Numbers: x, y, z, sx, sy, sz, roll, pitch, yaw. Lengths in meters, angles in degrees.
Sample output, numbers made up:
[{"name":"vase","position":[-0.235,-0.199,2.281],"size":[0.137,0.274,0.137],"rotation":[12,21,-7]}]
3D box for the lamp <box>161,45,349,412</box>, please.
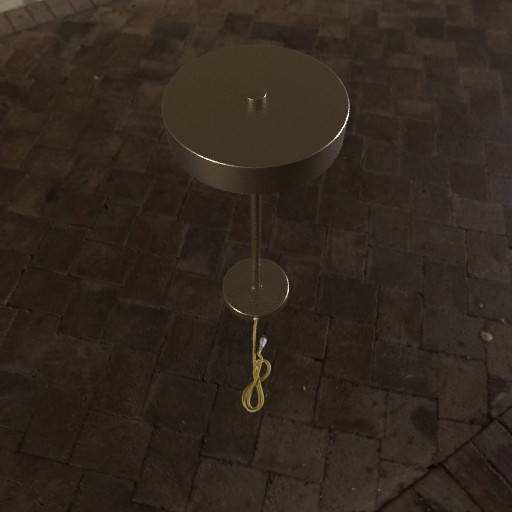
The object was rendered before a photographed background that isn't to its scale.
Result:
[{"name":"lamp","position":[0.000,0.000,0.710],"size":[0.229,0.508,0.369],"rotation":[-1,57,0]}]
